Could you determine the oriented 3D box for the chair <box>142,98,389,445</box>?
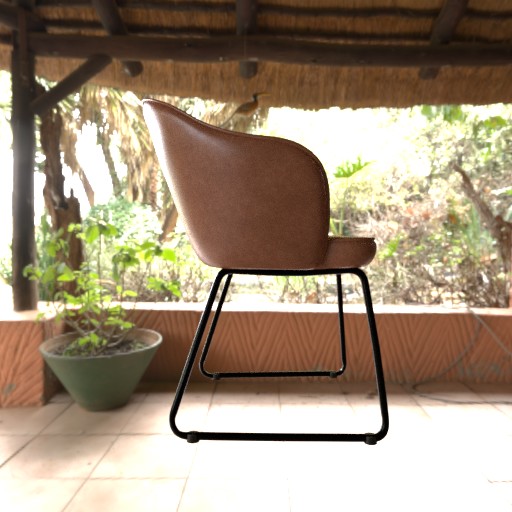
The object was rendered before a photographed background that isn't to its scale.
[{"bbox_3d":[0.000,0.000,1.181,0.580,0.785,0.582,0,1,0],"label":"chair"}]
